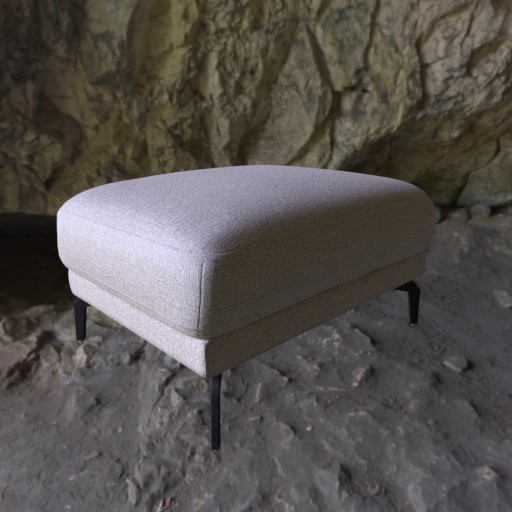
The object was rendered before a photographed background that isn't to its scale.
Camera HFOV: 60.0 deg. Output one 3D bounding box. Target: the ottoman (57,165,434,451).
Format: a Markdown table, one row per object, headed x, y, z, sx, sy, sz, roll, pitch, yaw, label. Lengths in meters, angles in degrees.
| x | y | z | sx | sy | sz | roll | pitch | yaw | label |
| --- | --- | --- | --- | --- | --- | --- | --- | --- | --- |
| 0.000 | 0.000 | 1.080 | 0.772 | 0.420 | 0.568 | -16 | 23 | -42 | ottoman |
